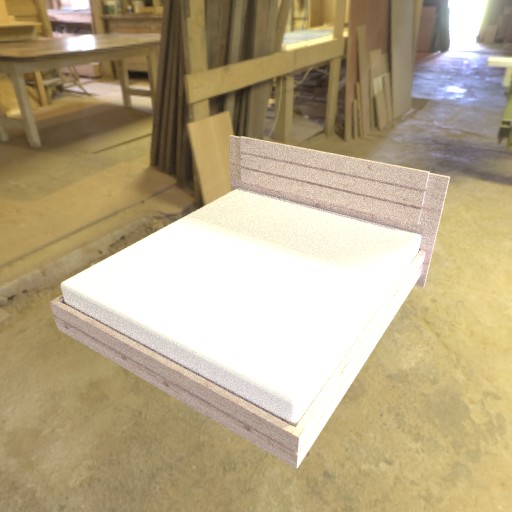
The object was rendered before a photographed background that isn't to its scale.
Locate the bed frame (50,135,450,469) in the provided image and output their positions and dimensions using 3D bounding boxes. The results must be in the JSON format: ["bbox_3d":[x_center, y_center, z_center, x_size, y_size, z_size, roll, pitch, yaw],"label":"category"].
[{"bbox_3d":[0.000,0.000,3.131,1.950,0.970,2.080,19,35,29],"label":"bed frame"}]
